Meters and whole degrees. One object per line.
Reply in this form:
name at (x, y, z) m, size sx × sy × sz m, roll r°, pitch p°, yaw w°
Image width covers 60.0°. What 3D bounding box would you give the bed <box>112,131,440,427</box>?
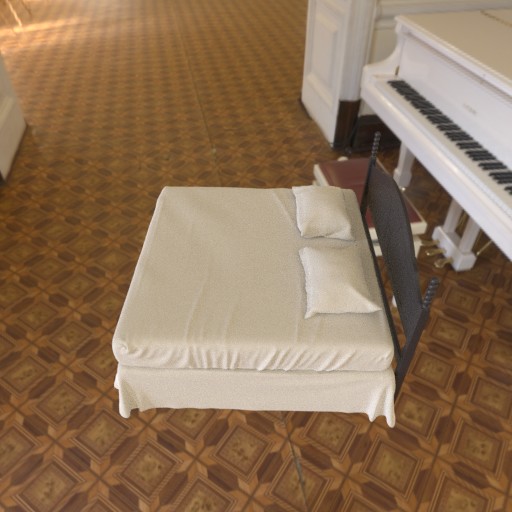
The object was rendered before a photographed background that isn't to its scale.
bed at (0.000, 0.000, 3.735) m, size 2.219 × 1.355 × 2.322 m, roll 1°, pitch 42°, yaw 1°
